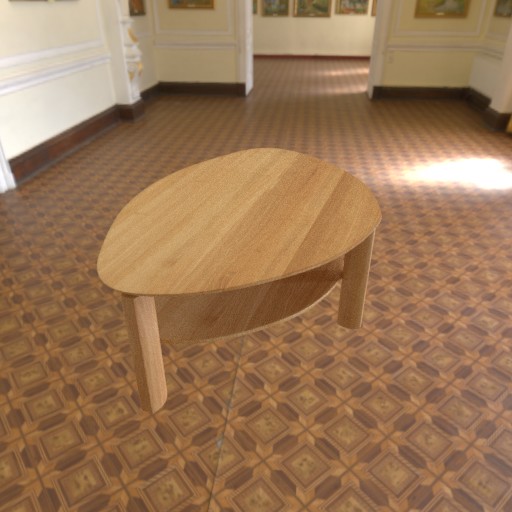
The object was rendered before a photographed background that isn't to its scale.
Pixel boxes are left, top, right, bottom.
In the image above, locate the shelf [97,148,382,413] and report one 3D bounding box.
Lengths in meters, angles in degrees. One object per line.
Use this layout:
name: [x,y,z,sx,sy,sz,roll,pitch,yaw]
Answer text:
shelf: [0.000,0.000,1.640,0.845,0.440,1.246,10,32,17]
